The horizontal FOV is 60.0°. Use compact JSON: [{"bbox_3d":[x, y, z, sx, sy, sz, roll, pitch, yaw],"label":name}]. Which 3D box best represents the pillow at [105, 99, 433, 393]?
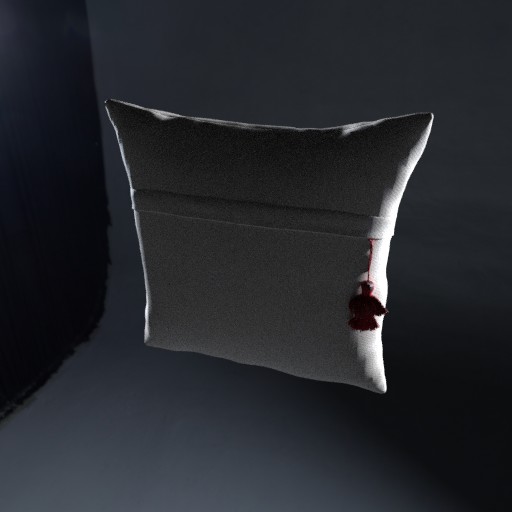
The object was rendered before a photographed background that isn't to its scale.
[{"bbox_3d":[0.000,0.000,0.669,0.433,0.436,0.173,7,27,15],"label":"pillow"}]
